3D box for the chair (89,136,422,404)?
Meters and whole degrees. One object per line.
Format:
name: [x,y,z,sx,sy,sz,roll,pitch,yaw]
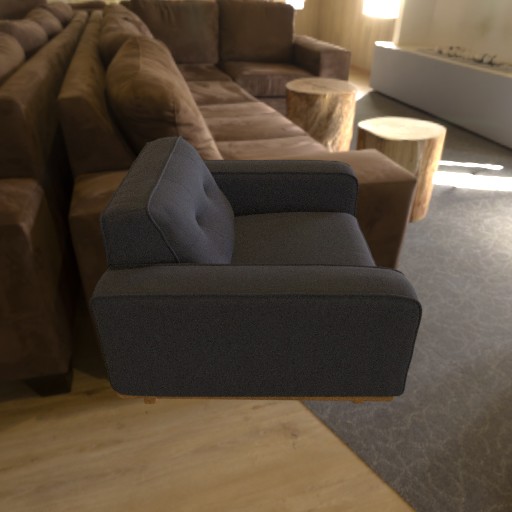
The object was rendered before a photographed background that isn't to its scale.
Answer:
chair: [0.000,0.000,1.778,0.953,0.783,1.118,0,32,0]
